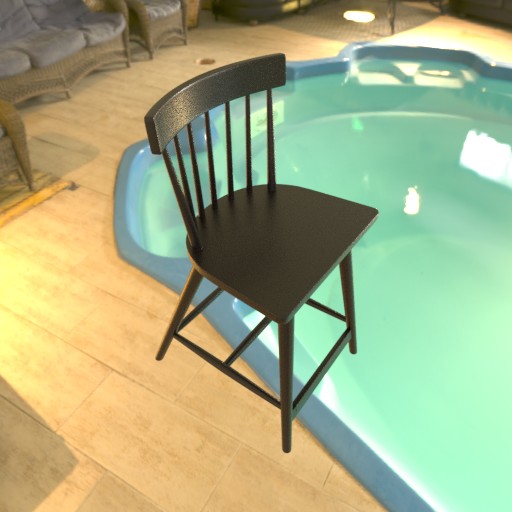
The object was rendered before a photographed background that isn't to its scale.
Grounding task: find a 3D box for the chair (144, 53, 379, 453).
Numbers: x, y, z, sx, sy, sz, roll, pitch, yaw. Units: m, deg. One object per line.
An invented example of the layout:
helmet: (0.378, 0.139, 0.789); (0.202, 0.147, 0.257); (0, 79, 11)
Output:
chair: (0.000, 0.000, 1.260); (0.572, 0.952, 0.483); (26, 48, 26)
